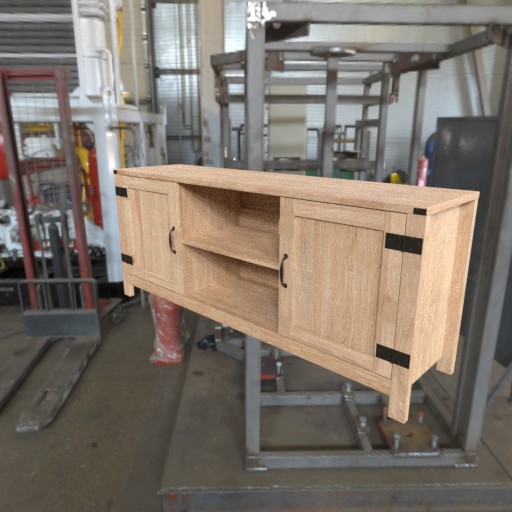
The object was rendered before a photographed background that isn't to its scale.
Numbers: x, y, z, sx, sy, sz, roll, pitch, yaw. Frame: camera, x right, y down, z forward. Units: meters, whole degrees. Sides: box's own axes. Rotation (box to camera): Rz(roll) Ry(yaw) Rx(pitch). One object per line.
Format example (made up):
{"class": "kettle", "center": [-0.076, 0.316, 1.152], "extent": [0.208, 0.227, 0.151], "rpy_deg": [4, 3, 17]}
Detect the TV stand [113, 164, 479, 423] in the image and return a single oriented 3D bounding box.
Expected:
{"class": "TV stand", "center": [0.000, 0.000, 1.755], "extent": [1.466, 0.610, 0.398], "rpy_deg": [15, 22, 41]}
